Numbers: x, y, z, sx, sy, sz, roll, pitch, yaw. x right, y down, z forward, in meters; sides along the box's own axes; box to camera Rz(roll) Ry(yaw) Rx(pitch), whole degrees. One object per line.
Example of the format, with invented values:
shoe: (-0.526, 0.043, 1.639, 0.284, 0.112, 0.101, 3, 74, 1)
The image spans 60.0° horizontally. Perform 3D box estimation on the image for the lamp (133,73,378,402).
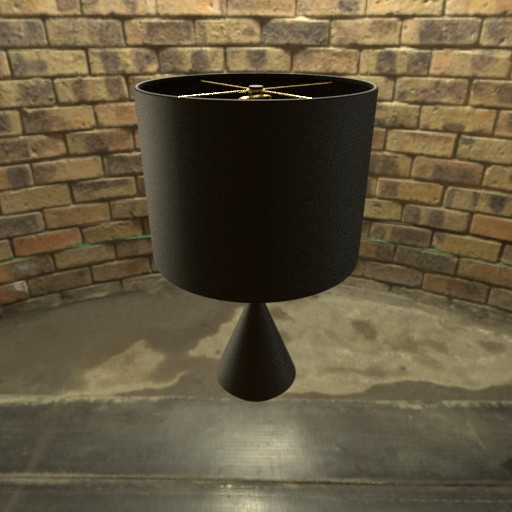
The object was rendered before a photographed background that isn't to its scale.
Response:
lamp: (0.000, 0.000, 0.800, 0.359, 0.584, 0.359, -19, 33, -33)
